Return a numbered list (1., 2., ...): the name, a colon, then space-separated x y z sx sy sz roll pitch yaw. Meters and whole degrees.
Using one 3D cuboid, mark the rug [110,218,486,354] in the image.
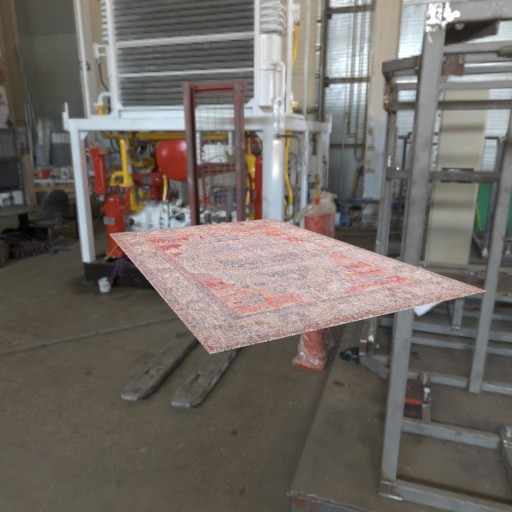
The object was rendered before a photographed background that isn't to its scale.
1. rug: 0.000 0.000 2.360 1.219 0.005 1.829 -8 17 -26
